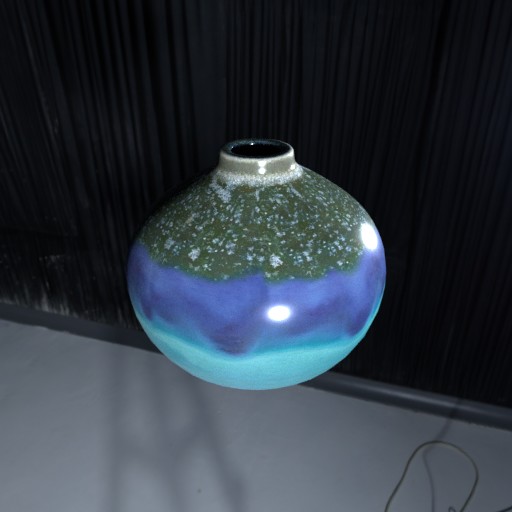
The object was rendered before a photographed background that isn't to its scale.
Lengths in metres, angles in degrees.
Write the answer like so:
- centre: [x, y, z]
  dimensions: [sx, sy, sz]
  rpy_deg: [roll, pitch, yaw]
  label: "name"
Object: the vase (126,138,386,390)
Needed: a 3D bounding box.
- centre: [0.000, 0.000, 0.269]
  dimensions: [0.154, 0.133, 0.154]
  rpy_deg: [0, 30, 0]
  label: "vase"
